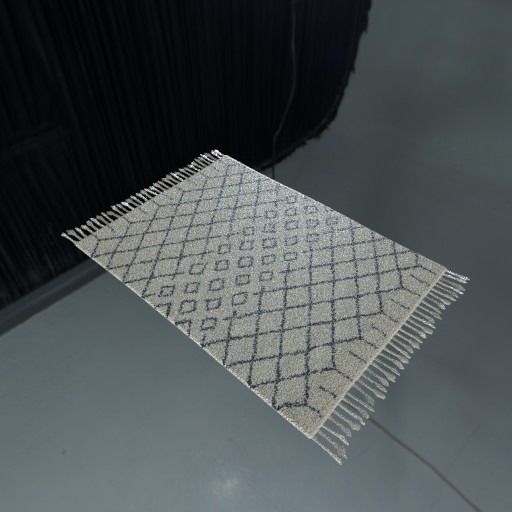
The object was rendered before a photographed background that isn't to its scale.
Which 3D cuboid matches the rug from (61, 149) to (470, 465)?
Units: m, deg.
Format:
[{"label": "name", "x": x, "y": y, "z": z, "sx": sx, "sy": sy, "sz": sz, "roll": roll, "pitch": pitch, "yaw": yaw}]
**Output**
[{"label": "rug", "x": 0.000, "y": 0.000, "z": 3.276, "sx": 2.615, "sy": 0.029, "sz": 1.664, "roll": 32, "pitch": 54, "yaw": 28}]
